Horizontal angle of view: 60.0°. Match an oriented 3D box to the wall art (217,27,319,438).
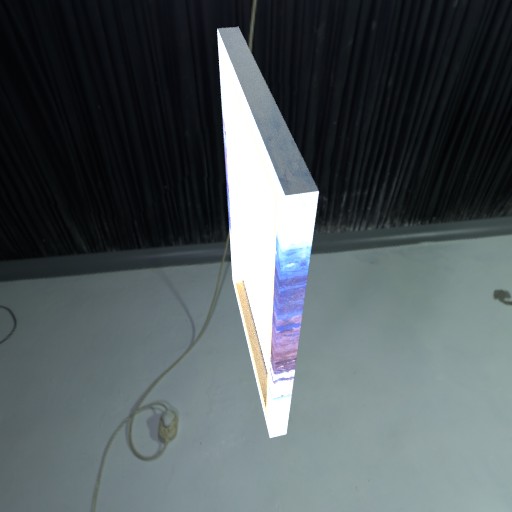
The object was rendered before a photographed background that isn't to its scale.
[{"bbox_3d":[0.000,0.000,1.112,0.048,0.874,0.583,-9,48,-8],"label":"wall art"}]
